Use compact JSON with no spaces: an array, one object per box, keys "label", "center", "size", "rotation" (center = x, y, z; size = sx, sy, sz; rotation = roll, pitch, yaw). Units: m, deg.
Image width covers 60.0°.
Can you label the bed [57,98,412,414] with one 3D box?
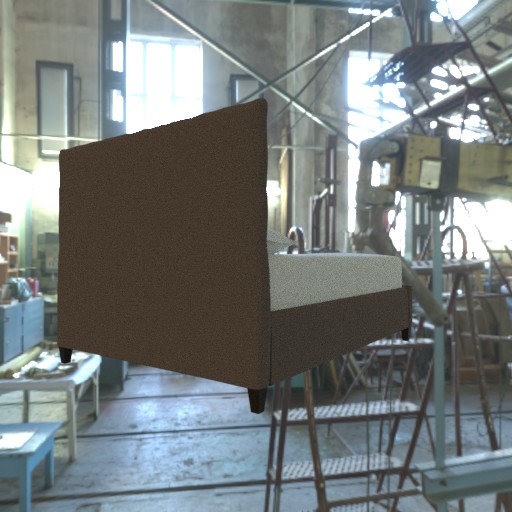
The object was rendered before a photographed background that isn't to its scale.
[{"label":"bed","center":[0.000,0.000,3.354],"size":[1.696,1.426,2.233],"rotation":[0,0,36]}]
